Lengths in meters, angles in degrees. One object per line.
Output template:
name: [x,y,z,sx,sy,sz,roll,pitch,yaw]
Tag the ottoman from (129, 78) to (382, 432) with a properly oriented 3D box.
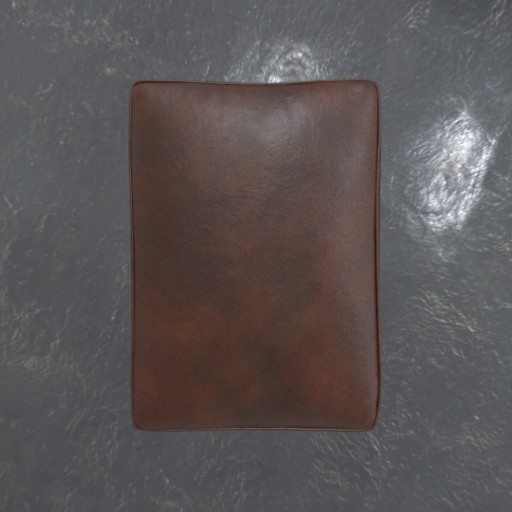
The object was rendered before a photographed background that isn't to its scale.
ottoman: [0.000,0.000,0.975,0.501,0.432,0.665,0,91,0]
